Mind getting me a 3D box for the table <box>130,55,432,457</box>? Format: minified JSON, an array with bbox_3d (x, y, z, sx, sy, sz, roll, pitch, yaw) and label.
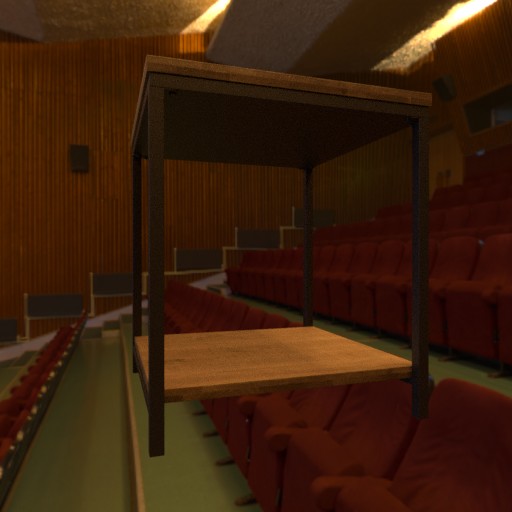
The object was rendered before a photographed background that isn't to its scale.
[{"bbox_3d":[0.000,0.000,0.965,0.503,0.589,0.507,0,0,-18],"label":"table"}]
